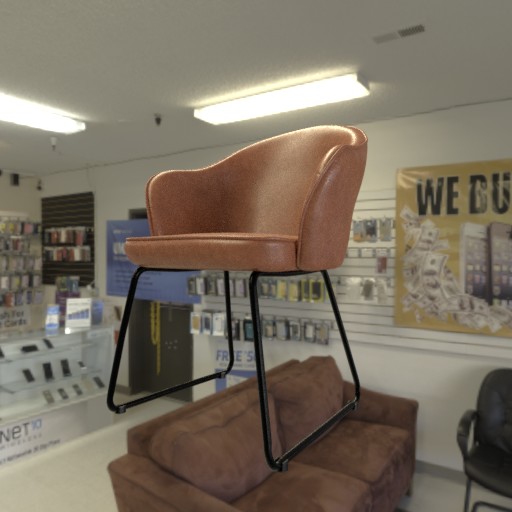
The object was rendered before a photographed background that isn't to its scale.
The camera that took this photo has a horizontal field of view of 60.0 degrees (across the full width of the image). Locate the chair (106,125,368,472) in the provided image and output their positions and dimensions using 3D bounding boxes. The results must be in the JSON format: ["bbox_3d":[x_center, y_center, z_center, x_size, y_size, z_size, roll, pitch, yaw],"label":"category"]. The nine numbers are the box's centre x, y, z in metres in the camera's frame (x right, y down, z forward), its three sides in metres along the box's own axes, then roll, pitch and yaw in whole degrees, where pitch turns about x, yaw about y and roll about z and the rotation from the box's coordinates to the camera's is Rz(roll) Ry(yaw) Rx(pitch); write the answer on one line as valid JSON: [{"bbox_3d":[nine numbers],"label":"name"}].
[{"bbox_3d":[0.000,0.000,1.162,0.582,0.785,0.580,1,1,36],"label":"chair"}]
